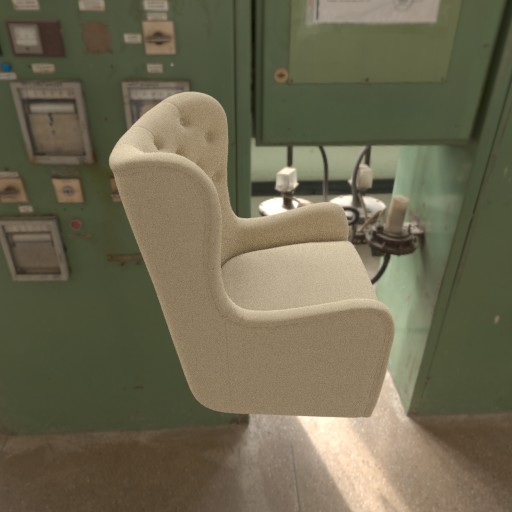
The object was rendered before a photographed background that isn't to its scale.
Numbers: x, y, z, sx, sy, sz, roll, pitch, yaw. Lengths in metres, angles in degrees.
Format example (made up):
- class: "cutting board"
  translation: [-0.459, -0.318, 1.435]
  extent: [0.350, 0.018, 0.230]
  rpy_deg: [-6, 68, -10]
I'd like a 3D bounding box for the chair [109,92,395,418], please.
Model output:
- class: "chair"
  translation: [0.000, 0.000, 1.737]
  extent: [0.929, 1.079, 0.831]
  rpy_deg: [-1, 32, -1]
